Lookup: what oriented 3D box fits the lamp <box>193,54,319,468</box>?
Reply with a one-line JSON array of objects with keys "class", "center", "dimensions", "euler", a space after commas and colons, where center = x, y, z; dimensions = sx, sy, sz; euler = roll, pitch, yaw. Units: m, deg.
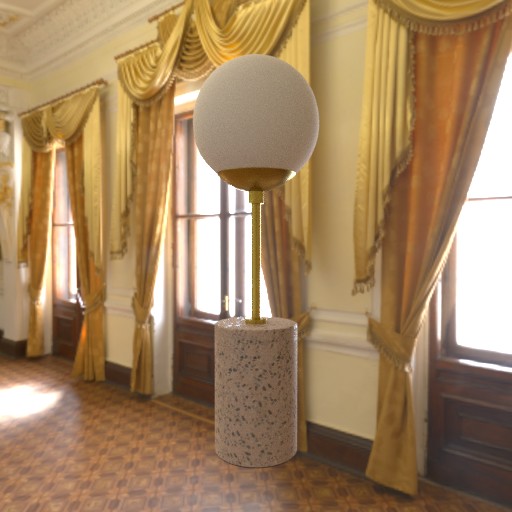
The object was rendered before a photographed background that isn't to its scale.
[{"class": "lamp", "center": [0.000, 0.000, 0.548], "dimensions": [0.153, 0.480, 0.153], "euler": [0, 1, 0]}]
